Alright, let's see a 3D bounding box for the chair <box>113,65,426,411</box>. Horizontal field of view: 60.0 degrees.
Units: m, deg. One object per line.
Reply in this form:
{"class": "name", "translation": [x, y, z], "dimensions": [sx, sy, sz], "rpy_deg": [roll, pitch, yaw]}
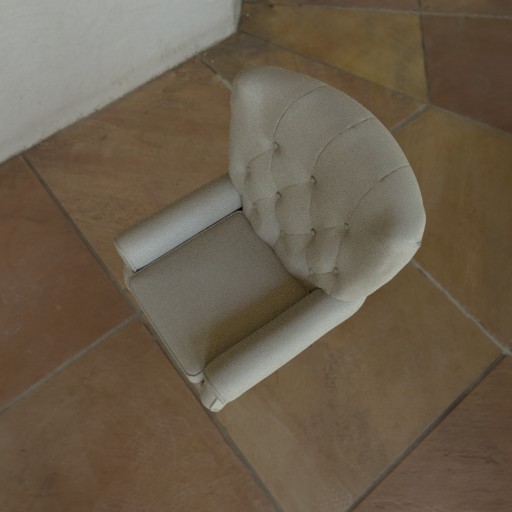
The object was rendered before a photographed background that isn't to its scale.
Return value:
{"class": "chair", "translation": [0.000, 0.000, 1.921], "dimensions": [1.059, 1.158, 0.943], "rpy_deg": [-33, 69, -15]}
